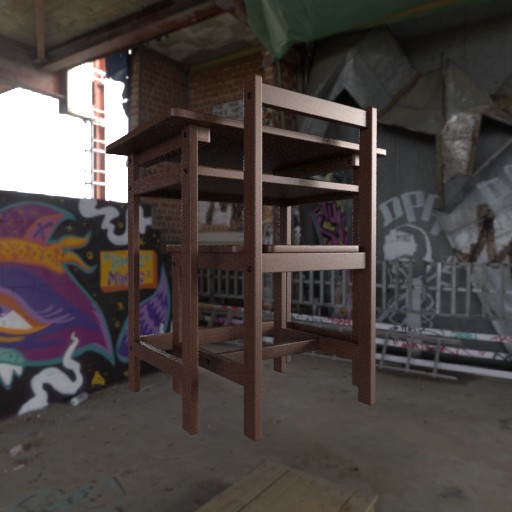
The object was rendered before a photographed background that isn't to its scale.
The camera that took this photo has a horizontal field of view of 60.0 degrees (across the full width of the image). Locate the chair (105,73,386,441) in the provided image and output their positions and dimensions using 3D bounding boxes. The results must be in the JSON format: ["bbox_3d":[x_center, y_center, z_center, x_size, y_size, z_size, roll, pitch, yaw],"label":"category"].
[{"bbox_3d":[0.000,0.000,1.091,0.599,0.673,0.463,-1,1,-36],"label":"chair"}]
